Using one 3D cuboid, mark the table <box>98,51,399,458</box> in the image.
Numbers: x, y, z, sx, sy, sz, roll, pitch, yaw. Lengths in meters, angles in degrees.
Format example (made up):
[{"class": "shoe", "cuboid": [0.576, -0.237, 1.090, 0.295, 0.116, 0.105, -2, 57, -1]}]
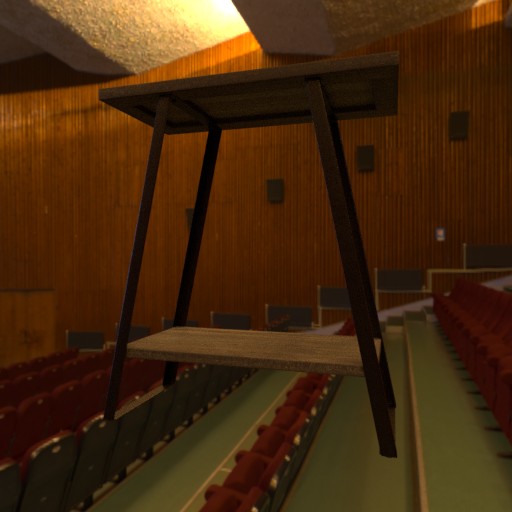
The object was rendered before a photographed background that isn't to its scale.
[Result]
[{"class": "table", "cuboid": [0.000, 0.000, 0.986, 0.599, 0.701, 0.300, 0, 1, 17]}]
